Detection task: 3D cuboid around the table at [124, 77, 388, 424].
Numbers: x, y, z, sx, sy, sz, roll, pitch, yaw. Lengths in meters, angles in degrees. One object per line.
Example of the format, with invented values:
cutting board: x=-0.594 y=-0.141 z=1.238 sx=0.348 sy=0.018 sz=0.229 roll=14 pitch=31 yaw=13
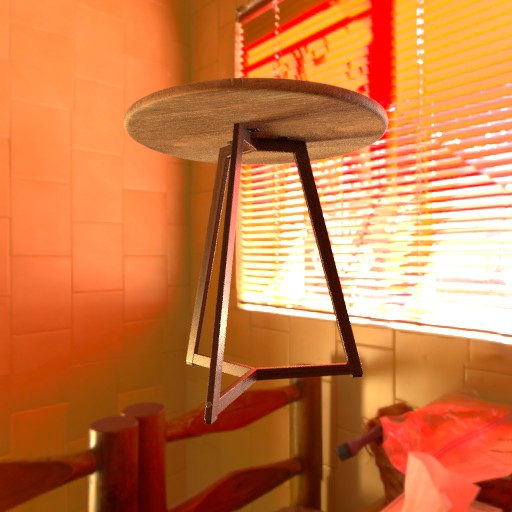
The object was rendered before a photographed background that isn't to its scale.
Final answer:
table: x=0.000 y=0.000 z=0.872 sx=0.500 sy=0.500 sz=0.500 roll=0 pitch=-1 yaw=0
